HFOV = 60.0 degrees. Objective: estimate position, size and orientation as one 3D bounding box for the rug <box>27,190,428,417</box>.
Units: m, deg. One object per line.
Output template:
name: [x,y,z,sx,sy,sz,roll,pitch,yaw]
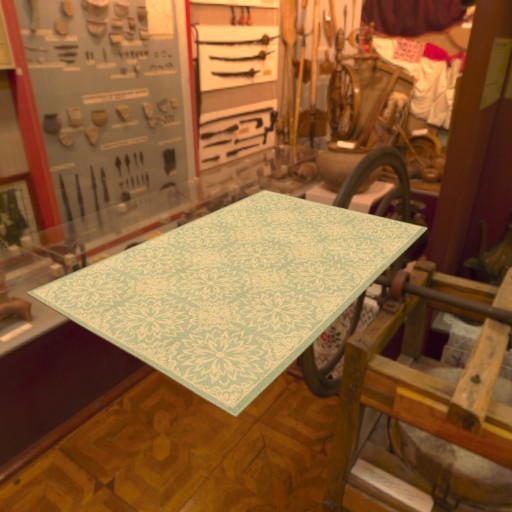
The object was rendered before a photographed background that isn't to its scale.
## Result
rug: [0.000,0.000,3.492,1.819,0.018,2.746,18,32,32]
